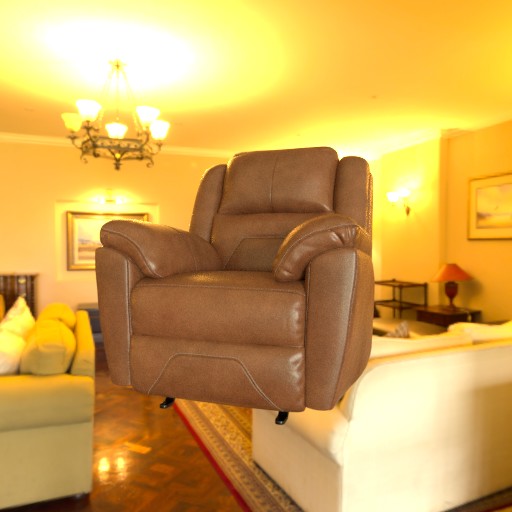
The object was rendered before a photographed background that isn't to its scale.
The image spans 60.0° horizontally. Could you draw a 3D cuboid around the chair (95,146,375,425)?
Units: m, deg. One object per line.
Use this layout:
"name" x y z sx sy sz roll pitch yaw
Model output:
"chair" 0.000 0.000 1.952 0.990 1.093 1.041 1 2 19
